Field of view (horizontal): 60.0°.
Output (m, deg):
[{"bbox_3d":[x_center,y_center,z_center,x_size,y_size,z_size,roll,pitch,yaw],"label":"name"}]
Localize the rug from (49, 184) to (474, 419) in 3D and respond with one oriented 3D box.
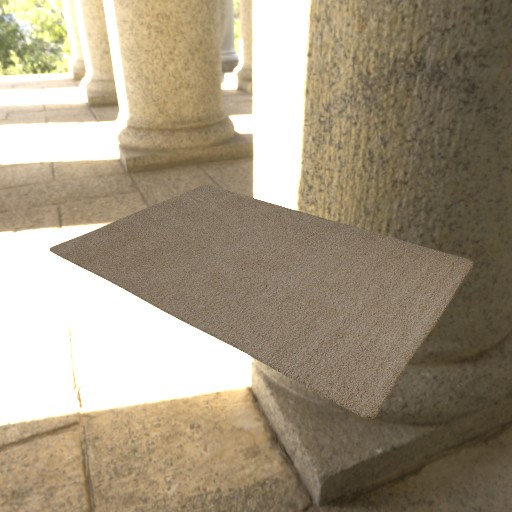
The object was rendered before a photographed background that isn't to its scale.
[{"bbox_3d":[0.000,0.000,3.351,2.700,0.024,1.801,20,35,32],"label":"rug"}]
